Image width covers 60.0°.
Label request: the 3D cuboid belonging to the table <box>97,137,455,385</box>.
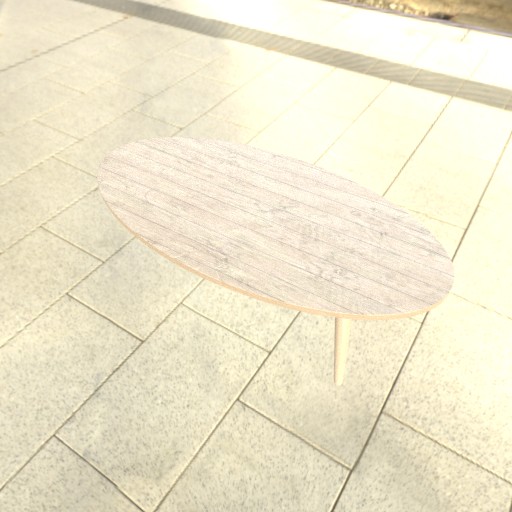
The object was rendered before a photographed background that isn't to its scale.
[{"bbox_3d":[0.000,0.000,1.377,1.083,0.390,0.542,24,51,20],"label":"table"}]
